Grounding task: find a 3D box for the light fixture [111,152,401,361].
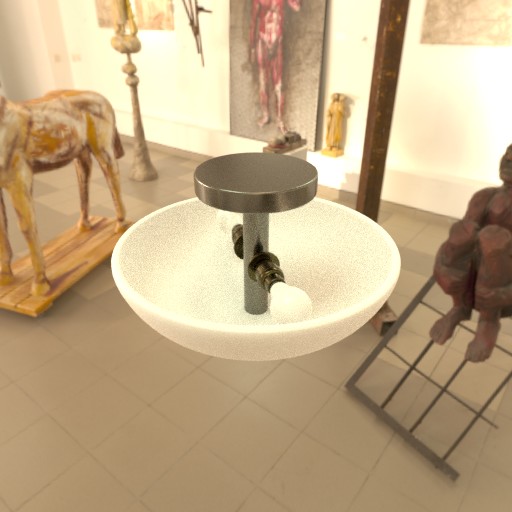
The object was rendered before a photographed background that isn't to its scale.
[{"bbox_3d":[0.000,0.000,0.533,0.330,0.214,0.330,0,30,0],"label":"light fixture"}]
